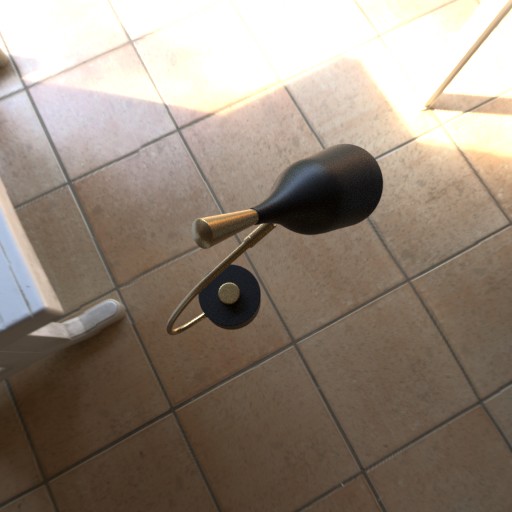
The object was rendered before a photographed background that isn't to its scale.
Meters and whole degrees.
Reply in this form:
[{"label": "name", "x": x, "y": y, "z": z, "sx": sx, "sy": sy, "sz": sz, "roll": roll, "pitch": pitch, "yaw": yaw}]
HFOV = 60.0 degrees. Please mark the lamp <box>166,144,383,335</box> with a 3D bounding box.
[{"label": "lamp", "x": 0.000, "y": 0.000, "z": 0.625, "sx": 0.352, "sy": 0.464, "sz": 0.110, "roll": -33, "pitch": 79, "yaw": -8}]
